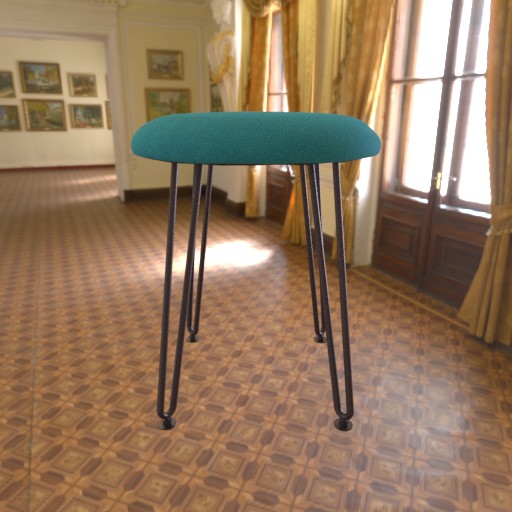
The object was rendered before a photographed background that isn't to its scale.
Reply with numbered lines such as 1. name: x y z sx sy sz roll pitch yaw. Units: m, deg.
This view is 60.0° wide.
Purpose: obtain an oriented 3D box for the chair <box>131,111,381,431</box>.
1. chair: 0.000 0.000 0.694 0.350 0.430 0.350 -3 18 -11
